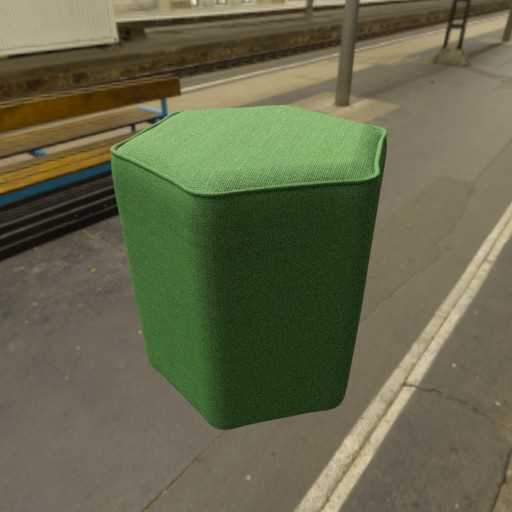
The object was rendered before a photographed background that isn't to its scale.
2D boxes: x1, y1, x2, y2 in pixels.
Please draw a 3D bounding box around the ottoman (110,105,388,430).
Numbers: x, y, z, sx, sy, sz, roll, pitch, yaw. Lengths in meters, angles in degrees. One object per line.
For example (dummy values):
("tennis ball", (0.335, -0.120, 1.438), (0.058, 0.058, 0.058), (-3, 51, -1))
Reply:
("ottoman", (0.000, 0.000, 0.900), (0.444, 0.507, 0.499), (9, 33, 14))
